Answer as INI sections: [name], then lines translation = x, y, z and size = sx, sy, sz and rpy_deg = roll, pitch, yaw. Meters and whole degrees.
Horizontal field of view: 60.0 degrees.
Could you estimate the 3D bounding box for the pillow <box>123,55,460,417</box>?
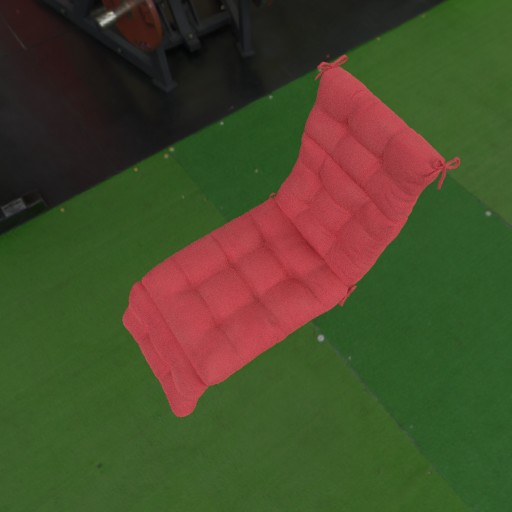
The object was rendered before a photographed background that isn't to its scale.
[pillow]
translation = 0.000, 0.000, 1.511
size = 1.016, 0.863, 0.526
rpy_deg = -31, 67, -15
